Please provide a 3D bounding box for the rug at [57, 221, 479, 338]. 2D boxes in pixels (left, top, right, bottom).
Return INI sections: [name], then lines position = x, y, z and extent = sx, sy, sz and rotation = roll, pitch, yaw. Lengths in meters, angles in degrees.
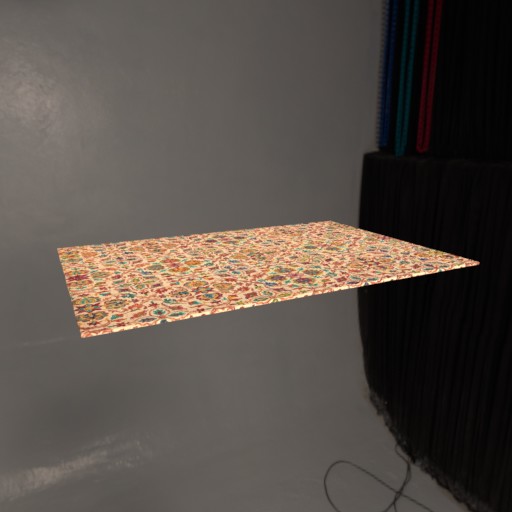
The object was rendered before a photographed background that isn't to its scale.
[rug]
position = 0.000, 0.000, 2.884
extent = 2.297, 0.018, 1.541
rotation = -7, 17, -26
